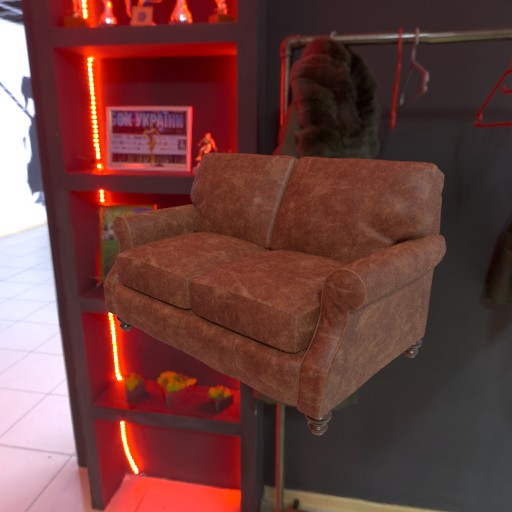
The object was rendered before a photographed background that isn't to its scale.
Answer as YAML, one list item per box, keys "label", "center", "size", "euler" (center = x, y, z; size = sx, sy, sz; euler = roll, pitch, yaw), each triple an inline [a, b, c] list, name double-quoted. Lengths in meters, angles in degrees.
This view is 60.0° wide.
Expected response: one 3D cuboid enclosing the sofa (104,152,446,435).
- label: "sofa"
  center: [0.000, 0.000, 2.248]
  size: [1.616, 0.967, 0.990]
  euler: [14, 21, 41]
